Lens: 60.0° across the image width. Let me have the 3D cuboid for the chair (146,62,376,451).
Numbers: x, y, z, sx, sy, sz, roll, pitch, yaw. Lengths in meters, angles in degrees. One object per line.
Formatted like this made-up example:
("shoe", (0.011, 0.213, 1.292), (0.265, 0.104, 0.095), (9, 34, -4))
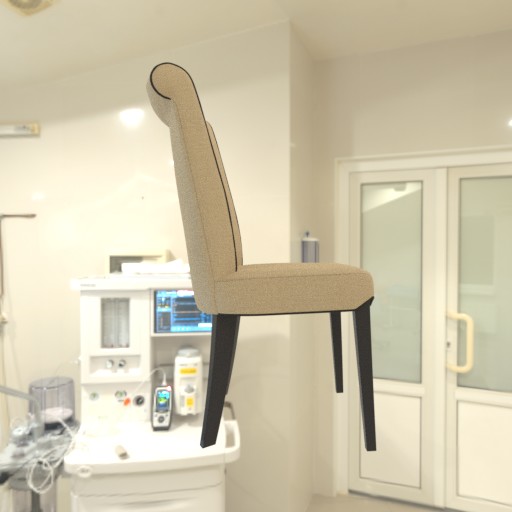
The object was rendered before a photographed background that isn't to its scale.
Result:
("chair", (0.000, 0.000, 1.372), (0.623, 0.997, 0.522), (0, 1, 1))
